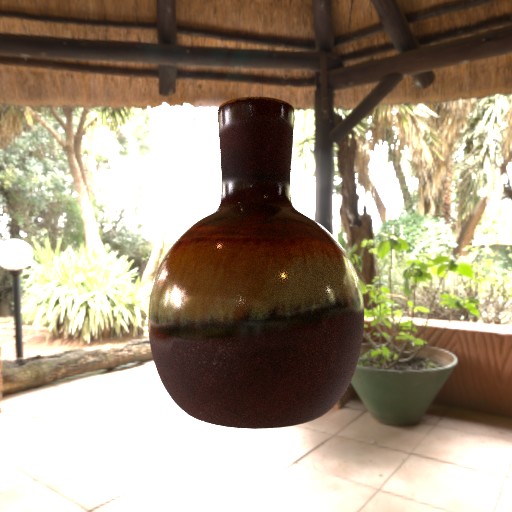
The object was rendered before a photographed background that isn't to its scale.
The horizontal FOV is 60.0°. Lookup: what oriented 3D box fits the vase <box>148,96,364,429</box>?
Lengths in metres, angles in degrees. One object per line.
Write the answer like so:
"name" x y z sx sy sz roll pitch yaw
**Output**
"vase" 0.000 0.000 0.234 0.111 0.154 0.111 0 -1 0
